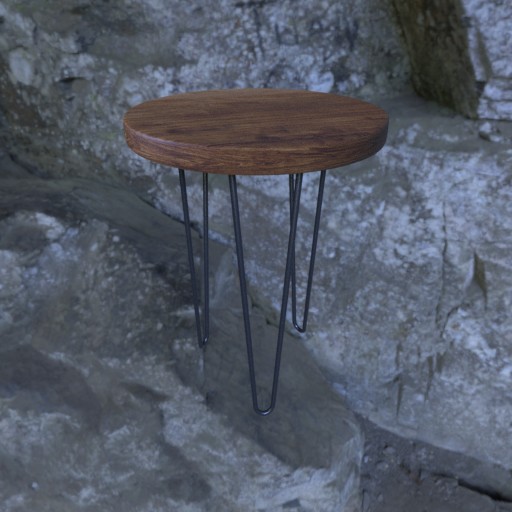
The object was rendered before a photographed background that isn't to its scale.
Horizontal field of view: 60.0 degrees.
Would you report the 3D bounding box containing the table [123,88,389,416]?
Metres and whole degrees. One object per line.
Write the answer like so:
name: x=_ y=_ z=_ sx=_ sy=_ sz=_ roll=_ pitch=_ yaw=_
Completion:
table: x=0.000 y=0.000 z=0.815 sx=0.400 sy=0.520 sz=0.400 roll=0 pitch=30 yaw=0
